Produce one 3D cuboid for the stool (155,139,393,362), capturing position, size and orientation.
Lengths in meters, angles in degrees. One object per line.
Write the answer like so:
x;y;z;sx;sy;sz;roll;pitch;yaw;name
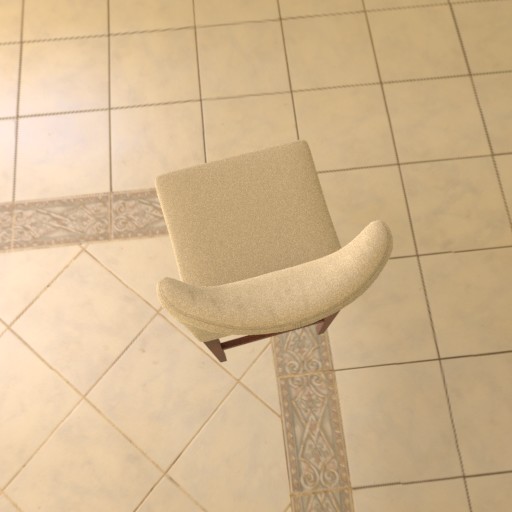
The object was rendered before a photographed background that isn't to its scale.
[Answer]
0.000;0.000;1.369;0.479;1.069;0.568;-15;75;-4;stool
